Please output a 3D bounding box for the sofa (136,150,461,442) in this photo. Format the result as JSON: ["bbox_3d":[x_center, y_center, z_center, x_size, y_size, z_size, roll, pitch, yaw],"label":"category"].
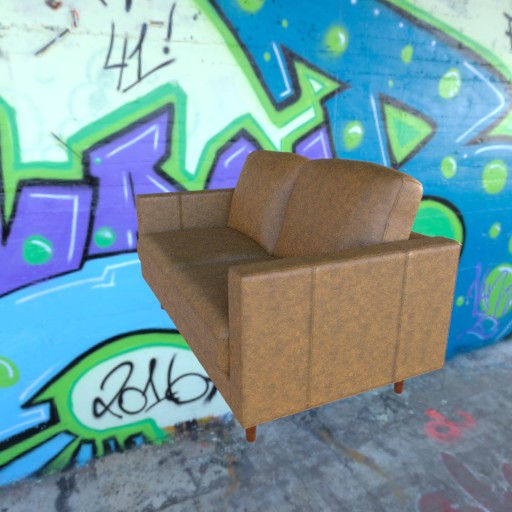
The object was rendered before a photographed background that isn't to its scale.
[{"bbox_3d":[0.000,0.000,2.161,0.909,0.951,1.578,-8,19,-24],"label":"sofa"}]
